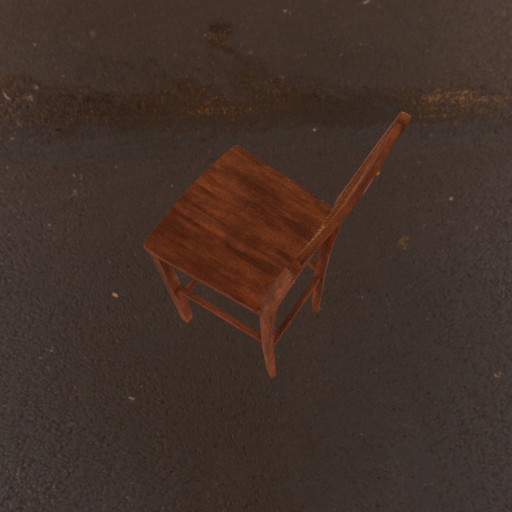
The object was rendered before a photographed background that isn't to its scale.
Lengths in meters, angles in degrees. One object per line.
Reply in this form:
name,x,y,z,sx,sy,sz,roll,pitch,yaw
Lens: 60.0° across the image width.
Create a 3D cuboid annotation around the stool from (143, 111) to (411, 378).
stool,0.000,0.000,1.366,0.487,1.105,0.433,32,68,15
